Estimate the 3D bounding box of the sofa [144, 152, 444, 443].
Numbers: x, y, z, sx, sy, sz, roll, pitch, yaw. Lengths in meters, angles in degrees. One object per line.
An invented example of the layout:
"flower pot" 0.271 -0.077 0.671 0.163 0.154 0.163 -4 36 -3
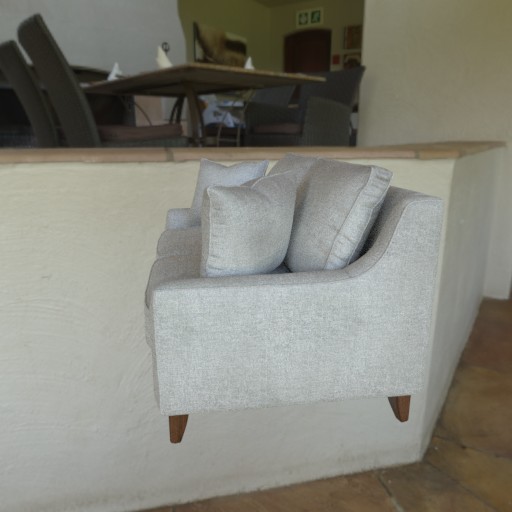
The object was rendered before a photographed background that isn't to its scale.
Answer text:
"sofa" 0.000 0.000 1.987 0.915 0.863 1.422 -2 16 -9
